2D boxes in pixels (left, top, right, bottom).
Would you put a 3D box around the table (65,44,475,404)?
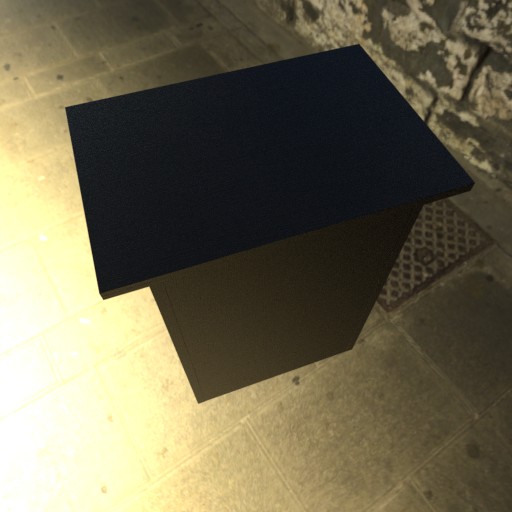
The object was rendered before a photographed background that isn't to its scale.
[{"bbox_3d":[0.000,0.000,1.048,0.589,0.711,0.408,-17,59,-11],"label":"table"}]
